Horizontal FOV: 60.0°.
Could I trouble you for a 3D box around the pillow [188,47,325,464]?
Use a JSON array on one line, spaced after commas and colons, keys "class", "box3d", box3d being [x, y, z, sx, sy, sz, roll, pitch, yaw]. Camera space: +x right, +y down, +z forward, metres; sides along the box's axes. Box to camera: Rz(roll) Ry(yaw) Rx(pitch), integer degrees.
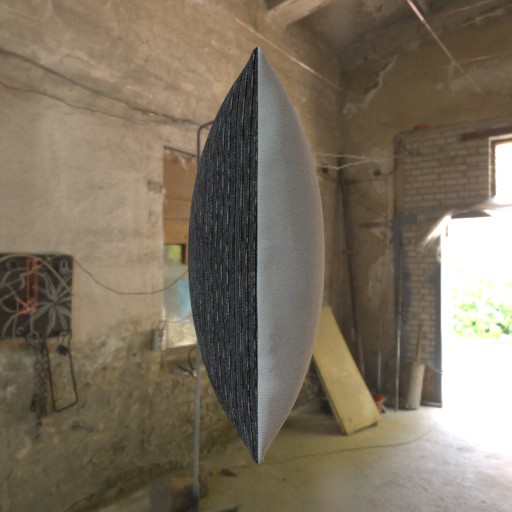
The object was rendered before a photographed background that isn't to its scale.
[{"class": "pillow", "box3d": [0.000, 0.000, 0.670, 0.196, 0.434, 0.433, 0, 0, 0]}]
